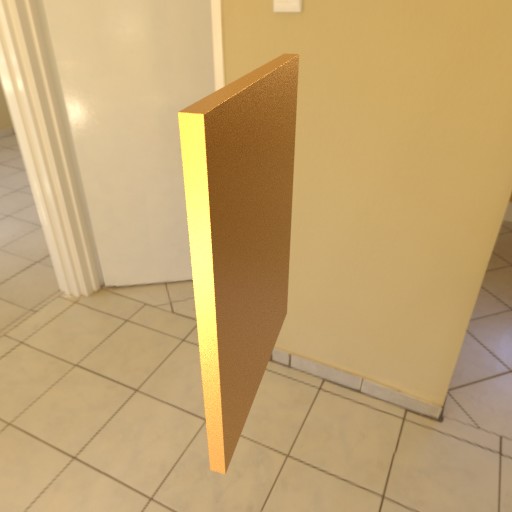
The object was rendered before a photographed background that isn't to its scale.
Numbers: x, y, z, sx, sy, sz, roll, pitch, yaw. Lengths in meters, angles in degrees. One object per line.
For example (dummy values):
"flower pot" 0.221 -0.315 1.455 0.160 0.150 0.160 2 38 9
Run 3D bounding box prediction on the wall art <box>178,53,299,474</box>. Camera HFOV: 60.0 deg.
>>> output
"wall art" 0.000 0.000 1.057 0.038 0.812 0.610 9 33 14
